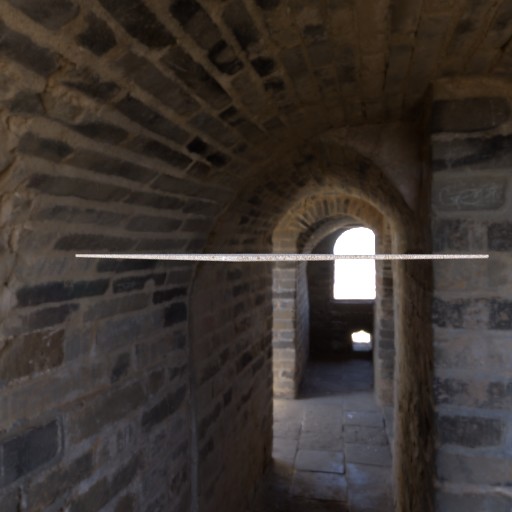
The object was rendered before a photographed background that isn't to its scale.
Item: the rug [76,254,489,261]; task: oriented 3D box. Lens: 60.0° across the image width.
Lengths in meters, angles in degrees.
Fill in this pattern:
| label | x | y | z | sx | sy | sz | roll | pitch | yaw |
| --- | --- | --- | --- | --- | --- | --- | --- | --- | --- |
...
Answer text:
| label | x | y | z | sx | sy | sz | roll | pitch | yaw |
| --- | --- | --- | --- | --- | --- | --- | --- | --- | --- |
| rug | 0.000 | 0.000 | 4.039 | 2.400 | 0.026 | 3.000 | 0 | 0 | -36 |
